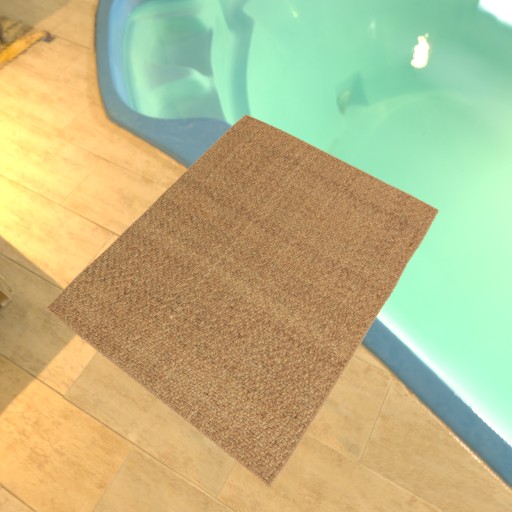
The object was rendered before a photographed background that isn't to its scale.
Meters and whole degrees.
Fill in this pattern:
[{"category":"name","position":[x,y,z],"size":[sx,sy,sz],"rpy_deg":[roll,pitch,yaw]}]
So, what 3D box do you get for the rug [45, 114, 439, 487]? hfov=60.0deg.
[{"category":"rug","position":[0.000,0.000,4.170],"size":[2.439,0.013,3.048],"rpy_deg":[31,64,17]}]
